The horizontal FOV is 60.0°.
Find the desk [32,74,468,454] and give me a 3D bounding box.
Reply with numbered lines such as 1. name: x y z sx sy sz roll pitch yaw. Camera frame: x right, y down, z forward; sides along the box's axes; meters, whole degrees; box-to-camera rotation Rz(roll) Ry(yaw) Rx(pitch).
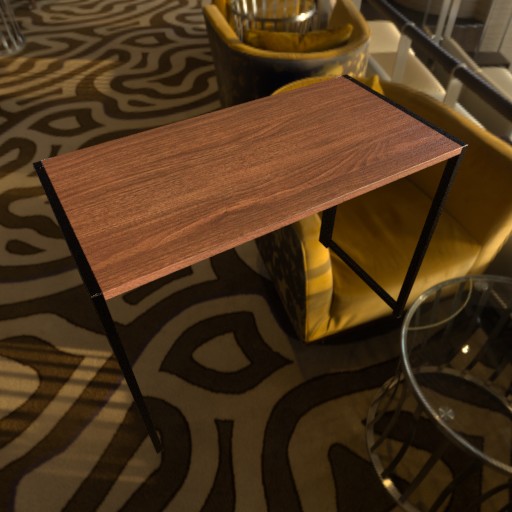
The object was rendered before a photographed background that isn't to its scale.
1. desk: 0.000 0.000 1.420 1.016 0.762 0.508 -23 50 -21
